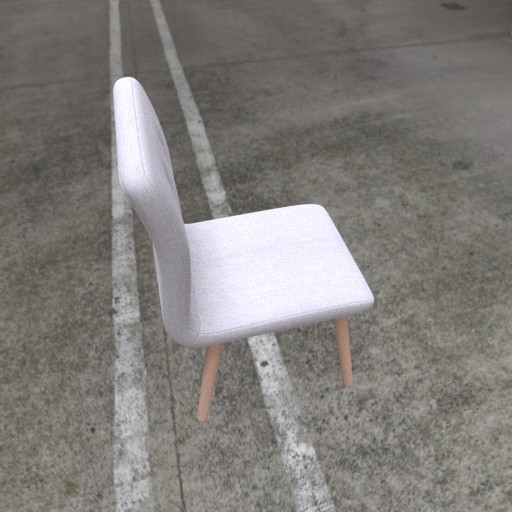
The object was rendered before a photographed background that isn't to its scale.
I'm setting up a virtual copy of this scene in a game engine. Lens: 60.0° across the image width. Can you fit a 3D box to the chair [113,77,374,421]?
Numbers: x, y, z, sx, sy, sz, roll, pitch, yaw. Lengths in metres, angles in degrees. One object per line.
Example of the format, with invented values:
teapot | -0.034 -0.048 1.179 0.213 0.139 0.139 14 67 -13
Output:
chair | 0.000 0.000 1.193 0.550 0.885 0.435 -10 47 -10
